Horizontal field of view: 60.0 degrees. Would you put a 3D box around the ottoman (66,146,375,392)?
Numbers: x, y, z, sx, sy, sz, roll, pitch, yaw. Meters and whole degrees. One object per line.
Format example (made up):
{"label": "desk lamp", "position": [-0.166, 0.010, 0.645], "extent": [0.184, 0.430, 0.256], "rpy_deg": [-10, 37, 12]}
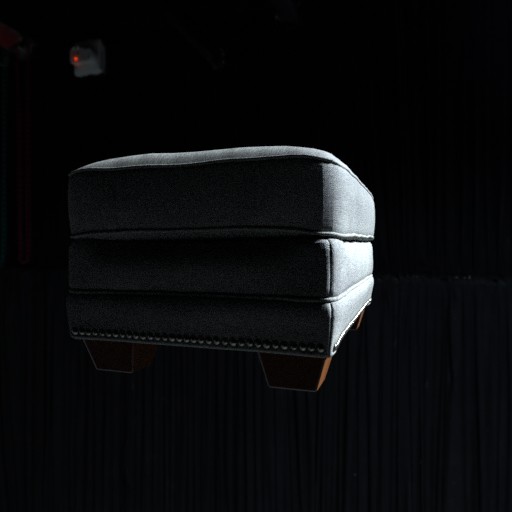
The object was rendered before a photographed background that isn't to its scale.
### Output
{"label": "ottoman", "position": [0.000, 0.000, 1.155], "extent": [0.561, 0.457, 0.813], "rpy_deg": [0, 1, 19]}
